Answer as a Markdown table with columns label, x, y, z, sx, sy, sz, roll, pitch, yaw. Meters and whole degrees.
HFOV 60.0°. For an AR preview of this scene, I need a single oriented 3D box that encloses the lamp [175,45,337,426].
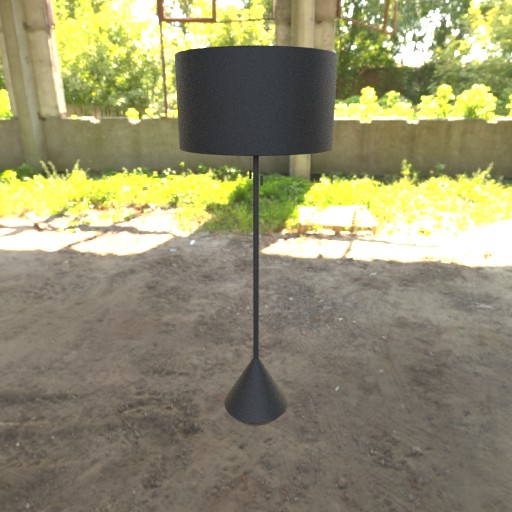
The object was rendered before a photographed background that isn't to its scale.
| label | x | y | z | sx | sy | sz | roll | pitch | yaw |
| --- | --- | --- | --- | --- | --- | --- | --- | --- | --- |
| lamp | 0.000 | 0.000 | 1.843 | 0.580 | 1.526 | 0.580 | -9 | 21 | -24 |
